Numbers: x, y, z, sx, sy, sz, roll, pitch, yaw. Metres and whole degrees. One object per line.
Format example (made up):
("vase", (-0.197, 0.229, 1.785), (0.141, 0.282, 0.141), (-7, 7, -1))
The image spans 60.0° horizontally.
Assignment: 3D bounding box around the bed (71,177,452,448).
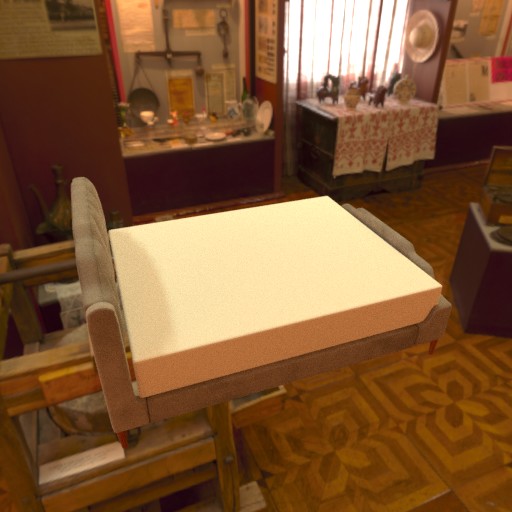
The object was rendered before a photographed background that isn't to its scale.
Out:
("bed", (0.000, 0.000, 3.289), (2.340, 1.245, 1.676), (-11, 33, -17))
